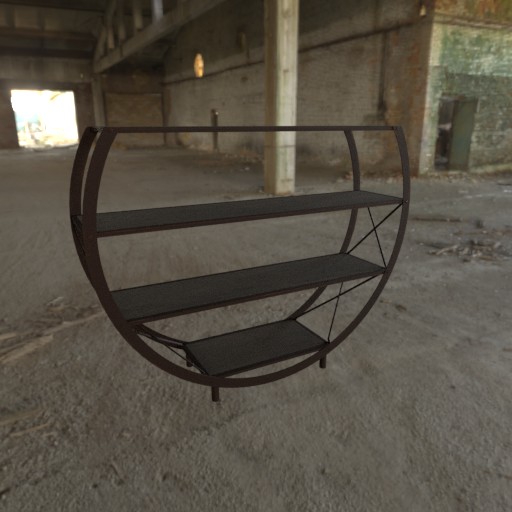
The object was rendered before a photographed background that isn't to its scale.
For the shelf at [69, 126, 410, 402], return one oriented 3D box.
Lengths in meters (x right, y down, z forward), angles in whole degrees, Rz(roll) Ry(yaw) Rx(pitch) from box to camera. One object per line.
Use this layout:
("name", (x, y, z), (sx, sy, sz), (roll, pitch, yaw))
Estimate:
("shelf", (0.000, 0.000, 1.893), (1.403, 1.063, 0.344), (-9, 19, -27))
